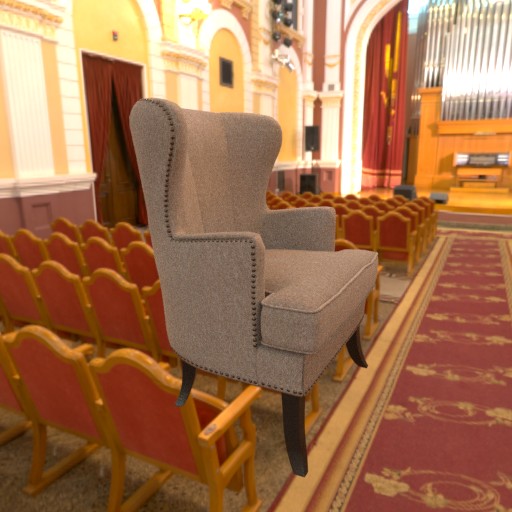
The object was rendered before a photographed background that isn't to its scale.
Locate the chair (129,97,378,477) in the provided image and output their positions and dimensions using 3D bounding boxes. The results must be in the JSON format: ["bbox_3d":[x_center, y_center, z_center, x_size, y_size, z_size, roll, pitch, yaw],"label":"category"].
[{"bbox_3d":[0.000,0.000,1.621,0.758,1.060,0.759,7,15,26],"label":"chair"}]
